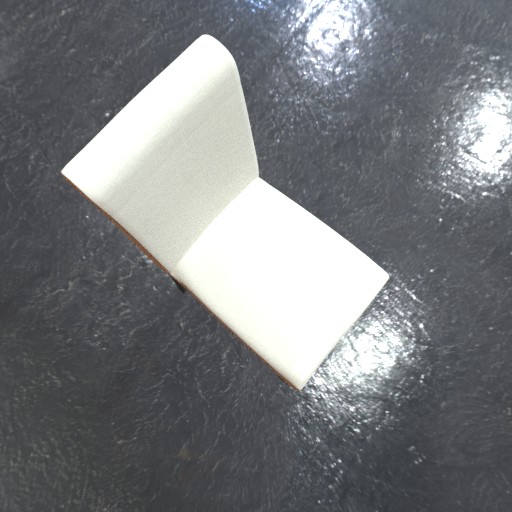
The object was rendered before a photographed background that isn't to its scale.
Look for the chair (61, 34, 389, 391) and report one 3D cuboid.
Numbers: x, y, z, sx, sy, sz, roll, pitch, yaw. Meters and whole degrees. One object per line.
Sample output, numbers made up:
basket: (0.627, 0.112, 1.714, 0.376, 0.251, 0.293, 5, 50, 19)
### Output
chair: (0.000, 0.000, 1.347, 0.708, 0.976, 0.452, 39, 79, 9)
